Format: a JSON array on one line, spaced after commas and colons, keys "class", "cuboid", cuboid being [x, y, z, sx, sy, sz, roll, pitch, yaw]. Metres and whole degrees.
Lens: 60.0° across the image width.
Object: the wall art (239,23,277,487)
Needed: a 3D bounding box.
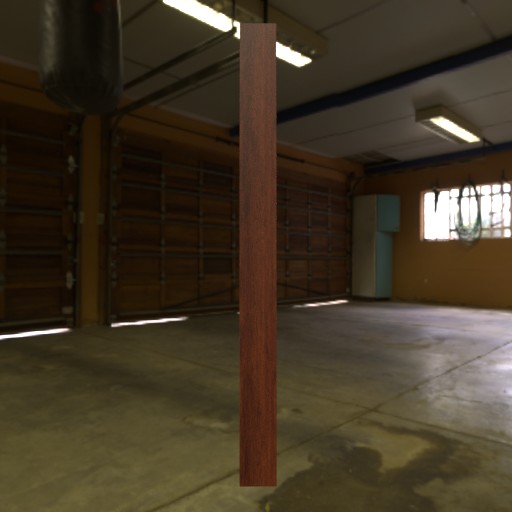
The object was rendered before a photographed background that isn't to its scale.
[{"class": "wall art", "cuboid": [0.000, 0.000, 0.530, 0.030, 0.381, 0.330, 0, -1, -1]}]
